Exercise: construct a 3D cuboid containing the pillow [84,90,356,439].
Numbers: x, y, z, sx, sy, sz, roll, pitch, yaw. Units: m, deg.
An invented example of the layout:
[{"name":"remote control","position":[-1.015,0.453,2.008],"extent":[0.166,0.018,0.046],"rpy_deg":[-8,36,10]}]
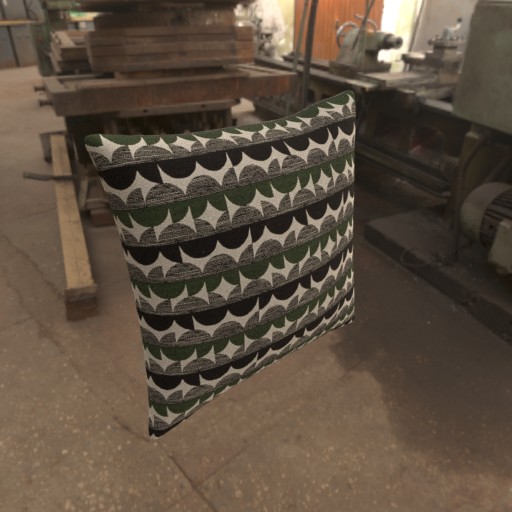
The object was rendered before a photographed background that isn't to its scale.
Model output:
[{"name":"pillow","position":[0.000,0.000,0.638],"extent":[0.419,0.404,0.180],"rpy_deg":[-22,37,-33]}]
